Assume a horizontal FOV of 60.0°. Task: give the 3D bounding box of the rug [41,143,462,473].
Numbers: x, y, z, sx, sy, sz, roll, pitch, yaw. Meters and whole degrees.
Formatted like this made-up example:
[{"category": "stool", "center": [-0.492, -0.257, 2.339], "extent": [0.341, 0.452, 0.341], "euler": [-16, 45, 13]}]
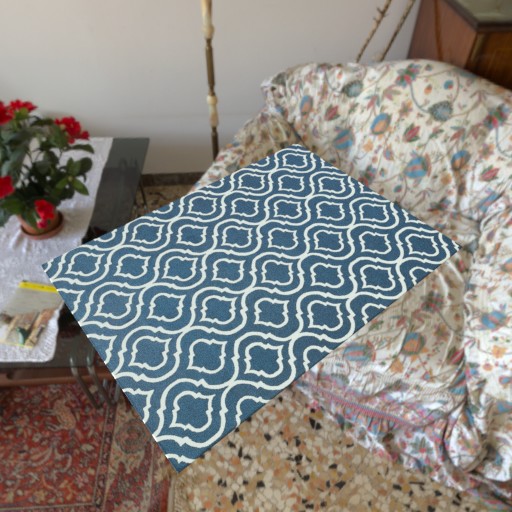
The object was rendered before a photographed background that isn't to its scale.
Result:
[{"category": "rug", "center": [0.000, 0.000, 4.343], "extent": [3.353, 0.010, 2.438], "euler": [-31, 54, -26]}]
